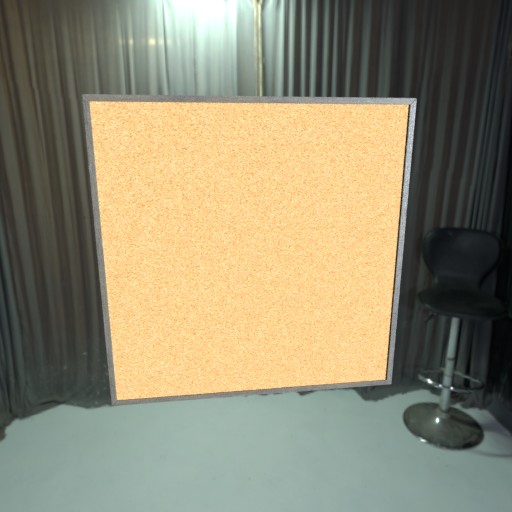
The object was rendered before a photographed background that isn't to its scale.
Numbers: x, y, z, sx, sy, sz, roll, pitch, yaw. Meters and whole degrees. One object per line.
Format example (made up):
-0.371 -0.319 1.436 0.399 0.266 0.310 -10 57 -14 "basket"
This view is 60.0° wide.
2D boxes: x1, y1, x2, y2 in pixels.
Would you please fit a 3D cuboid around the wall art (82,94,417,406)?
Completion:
0.000 0.000 0.750 0.507 0.507 0.037 -2 15 -8 "wall art"
